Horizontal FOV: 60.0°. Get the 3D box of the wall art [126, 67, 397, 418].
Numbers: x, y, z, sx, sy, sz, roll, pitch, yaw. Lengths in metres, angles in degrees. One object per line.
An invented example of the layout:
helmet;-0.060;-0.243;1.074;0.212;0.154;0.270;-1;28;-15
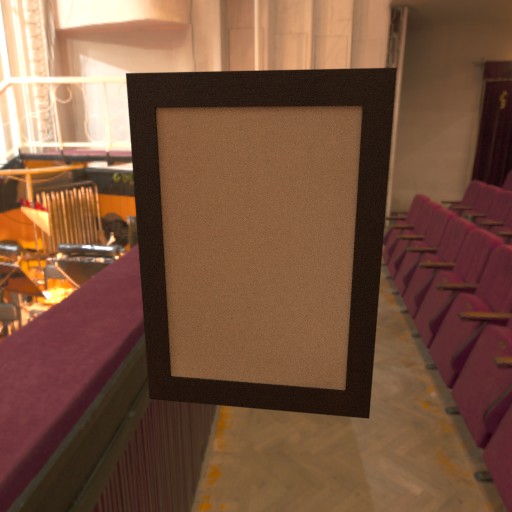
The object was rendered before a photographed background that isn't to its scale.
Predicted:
wall art;0.000;0.000;0.654;0.359;0.508;0.013;2;16;8
